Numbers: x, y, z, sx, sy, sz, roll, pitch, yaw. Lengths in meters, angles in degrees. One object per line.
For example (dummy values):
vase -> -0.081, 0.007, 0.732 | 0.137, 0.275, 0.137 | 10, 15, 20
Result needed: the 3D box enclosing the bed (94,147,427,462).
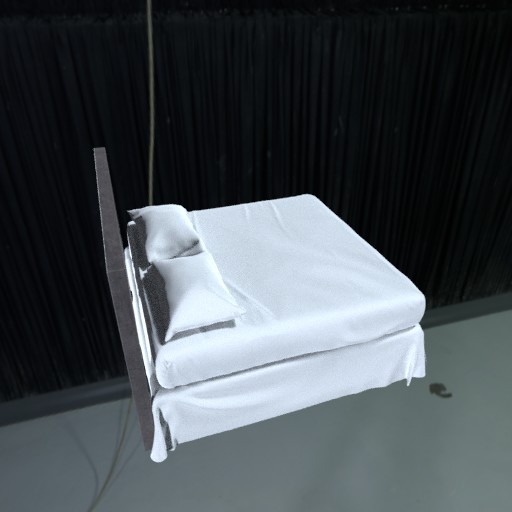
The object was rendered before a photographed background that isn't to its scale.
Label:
bed -> 0.000, 0.000, 2.923 | 1.785, 1.142, 1.772 | -10, 33, -16
